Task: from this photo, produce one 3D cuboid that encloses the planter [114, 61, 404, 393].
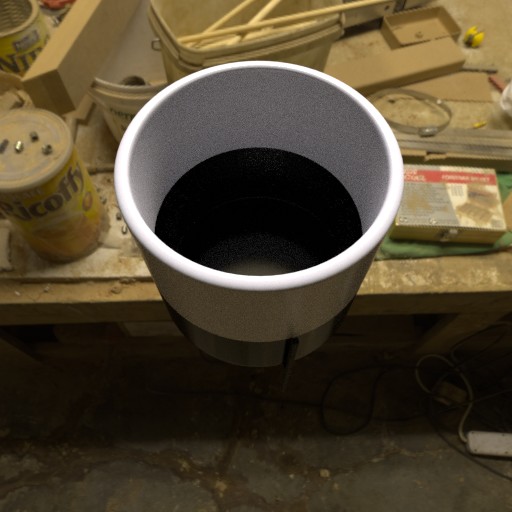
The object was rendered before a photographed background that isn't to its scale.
[{"bbox_3d":[0.000,0.000,0.648,0.310,0.432,0.310,0,62,0],"label":"planter"}]
